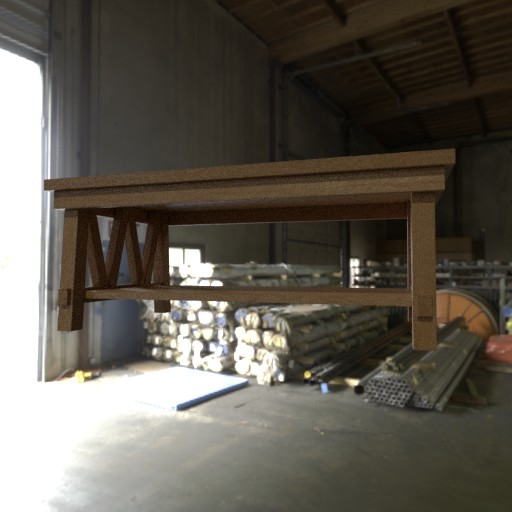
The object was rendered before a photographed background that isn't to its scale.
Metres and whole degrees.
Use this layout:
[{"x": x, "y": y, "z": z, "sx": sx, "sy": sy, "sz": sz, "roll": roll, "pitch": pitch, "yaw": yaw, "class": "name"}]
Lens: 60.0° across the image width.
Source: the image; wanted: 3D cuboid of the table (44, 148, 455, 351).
[{"x": 0.000, "y": 0.000, "z": 1.629, "sx": 1.270, "sy": 0.507, "sz": 0.711, "roll": 0, "pitch": -2, "yaw": 18, "class": "table"}]
